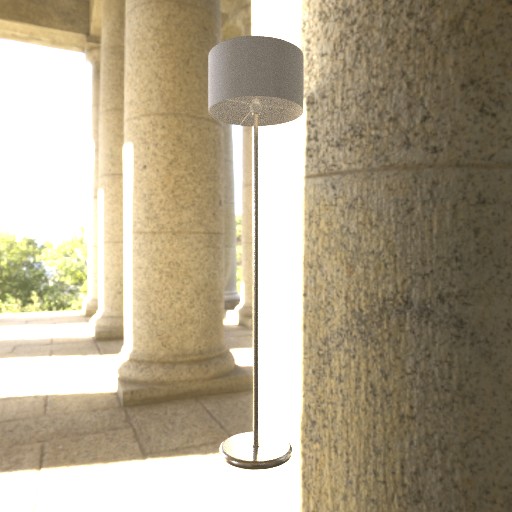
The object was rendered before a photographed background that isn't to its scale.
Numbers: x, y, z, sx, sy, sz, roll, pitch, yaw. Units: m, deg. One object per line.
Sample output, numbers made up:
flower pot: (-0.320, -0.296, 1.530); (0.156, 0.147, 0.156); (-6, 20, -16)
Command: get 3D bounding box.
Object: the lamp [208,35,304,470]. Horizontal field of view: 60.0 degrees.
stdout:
lamp: (0.000, 0.000, 1.623); (0.347, 1.443, 0.347); (0, 0, 37)
